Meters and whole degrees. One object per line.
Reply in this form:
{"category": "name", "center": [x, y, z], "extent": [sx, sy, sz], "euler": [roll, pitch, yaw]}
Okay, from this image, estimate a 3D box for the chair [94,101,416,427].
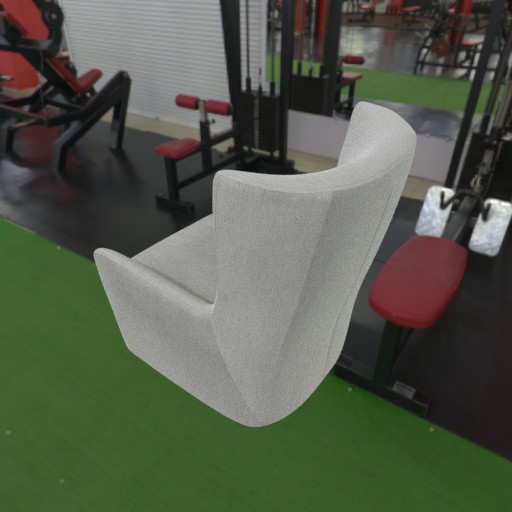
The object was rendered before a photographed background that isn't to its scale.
{"category": "chair", "center": [0.000, 0.000, 1.613], "extent": [0.904, 1.000, 0.779], "euler": [22, 39, 30]}
